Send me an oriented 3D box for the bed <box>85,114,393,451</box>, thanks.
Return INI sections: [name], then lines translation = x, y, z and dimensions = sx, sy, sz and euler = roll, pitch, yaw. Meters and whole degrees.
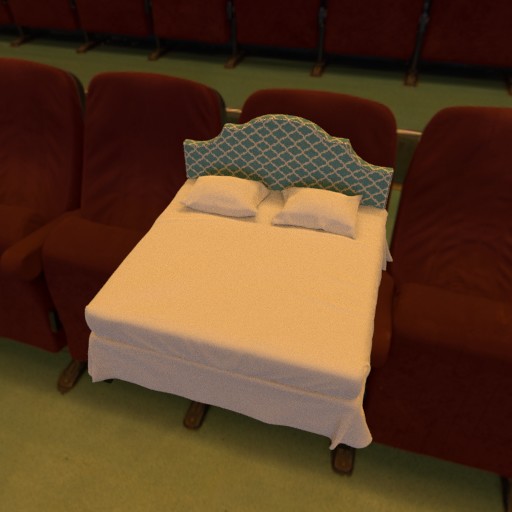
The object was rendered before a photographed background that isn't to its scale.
[bed]
translation = 0.000, 0.000, 3.637
dimensions = 2.314, 1.601, 2.222
euler = 11, 42, 13
